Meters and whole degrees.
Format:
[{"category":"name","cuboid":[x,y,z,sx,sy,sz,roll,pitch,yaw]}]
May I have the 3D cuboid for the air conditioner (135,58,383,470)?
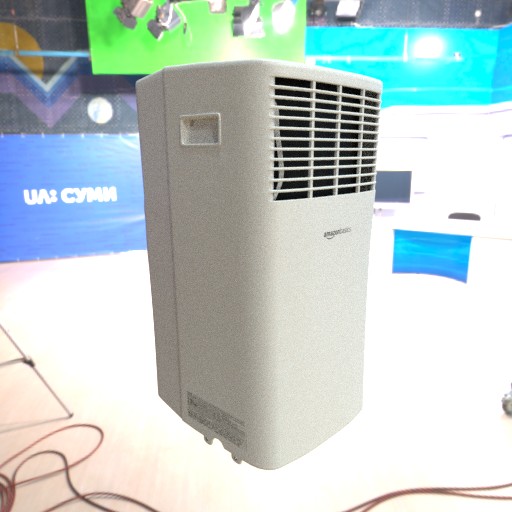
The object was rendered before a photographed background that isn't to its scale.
[{"category":"air conditioner","cuboid":[0.000,0.000,0.790,0.304,0.606,0.349,-13,18,-43]}]
